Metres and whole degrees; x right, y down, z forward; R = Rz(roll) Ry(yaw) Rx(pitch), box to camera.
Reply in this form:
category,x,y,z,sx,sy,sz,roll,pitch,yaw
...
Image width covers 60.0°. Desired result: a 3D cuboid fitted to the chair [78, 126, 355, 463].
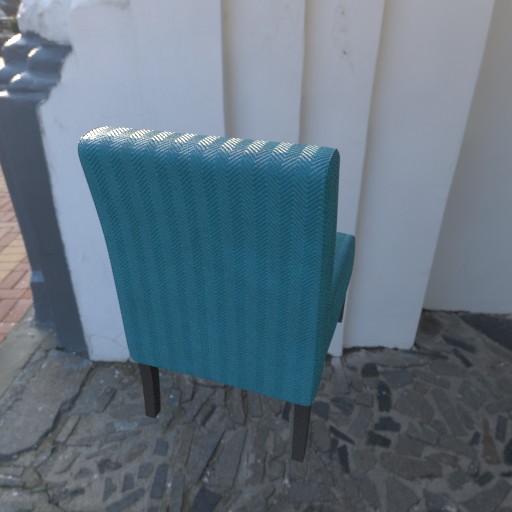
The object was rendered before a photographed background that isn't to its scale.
category,x,y,z,sx,sy,sz,roll,pitch,yaw
chair,0.000,0.000,1.428,0.579,0.927,0.808,10,31,16
